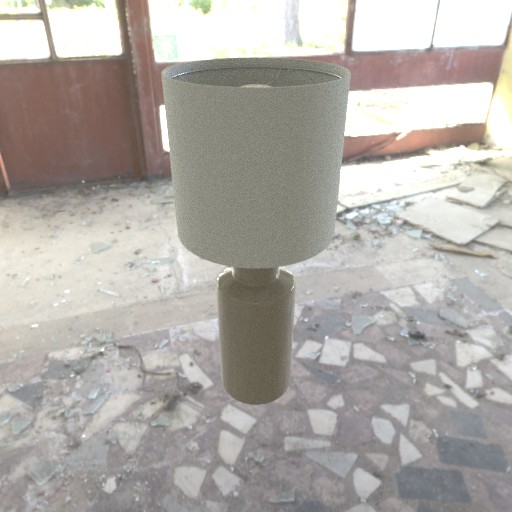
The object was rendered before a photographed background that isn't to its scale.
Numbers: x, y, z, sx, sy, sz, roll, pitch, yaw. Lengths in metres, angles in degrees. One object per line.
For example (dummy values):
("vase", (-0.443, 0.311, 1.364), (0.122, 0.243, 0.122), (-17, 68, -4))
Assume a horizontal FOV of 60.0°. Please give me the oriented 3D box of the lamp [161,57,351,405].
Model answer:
("lamp", (0.000, 0.000, 0.630), (0.212, 0.493, 0.212), (10, 33, 16))
